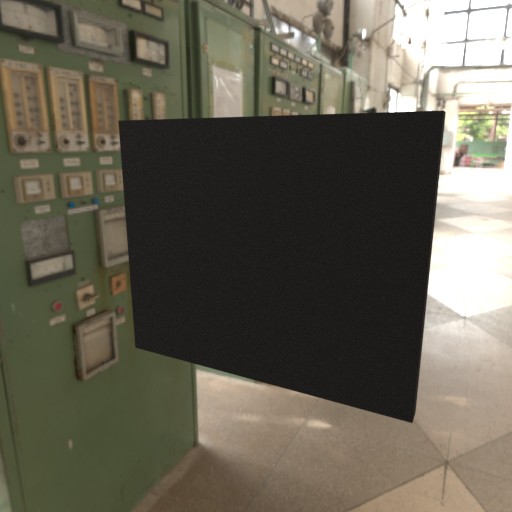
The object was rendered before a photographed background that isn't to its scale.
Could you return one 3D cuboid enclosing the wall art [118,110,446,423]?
[{"bbox_3d":[0.000,0.000,0.762,0.558,0.457,0.031,7,16,27],"label":"wall art"}]
